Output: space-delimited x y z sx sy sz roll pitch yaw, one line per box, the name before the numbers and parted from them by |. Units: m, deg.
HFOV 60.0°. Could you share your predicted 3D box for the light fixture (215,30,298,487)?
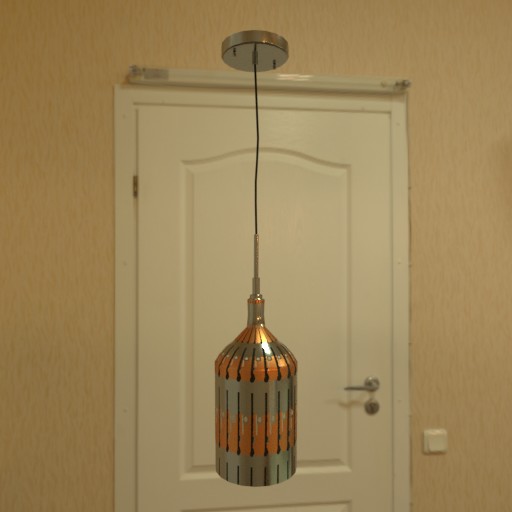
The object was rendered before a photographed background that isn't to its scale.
light fixture | 0.000 0.000 1.625 0.303 1.535 0.303 0 0 0
